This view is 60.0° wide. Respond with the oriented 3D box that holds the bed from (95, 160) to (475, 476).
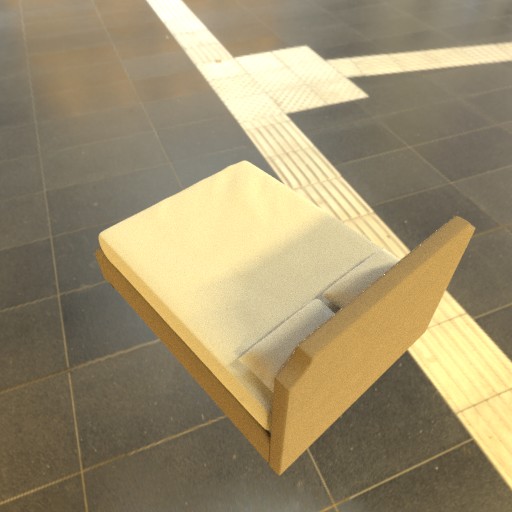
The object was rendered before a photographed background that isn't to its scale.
[{"bbox_3d":[0.000,0.000,3.453,1.703,1.415,2.329,-33,54,-28],"label":"bed"}]
